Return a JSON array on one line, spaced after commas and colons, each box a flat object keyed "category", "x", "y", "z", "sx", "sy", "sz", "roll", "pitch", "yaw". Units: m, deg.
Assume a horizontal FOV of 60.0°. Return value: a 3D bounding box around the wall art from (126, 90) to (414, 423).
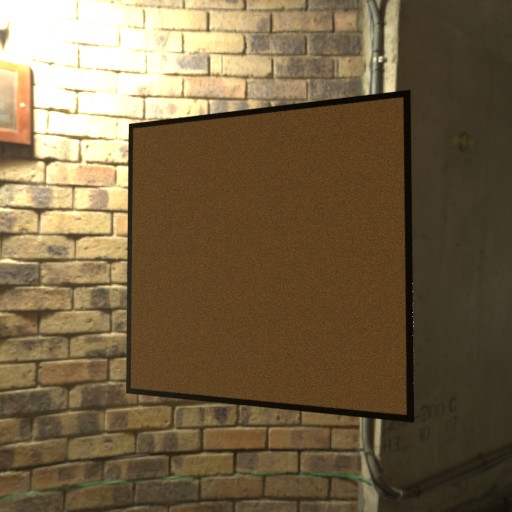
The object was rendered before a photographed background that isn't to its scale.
[{"category": "wall art", "x": 0.000, "y": 0.000, "z": 0.687, "sx": 0.457, "sy": 0.458, "sz": 0.012, "roll": -1, "pitch": -2, "yaw": 18}]
